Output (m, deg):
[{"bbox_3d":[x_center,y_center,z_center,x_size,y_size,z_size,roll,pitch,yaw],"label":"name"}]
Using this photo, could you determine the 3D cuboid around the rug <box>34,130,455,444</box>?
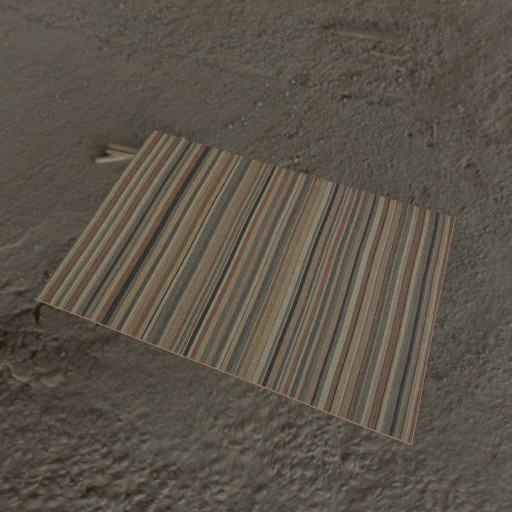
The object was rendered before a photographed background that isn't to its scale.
[{"bbox_3d":[0.000,0.000,2.262,1.829,0.008,1.219,18,61,10],"label":"rug"}]
